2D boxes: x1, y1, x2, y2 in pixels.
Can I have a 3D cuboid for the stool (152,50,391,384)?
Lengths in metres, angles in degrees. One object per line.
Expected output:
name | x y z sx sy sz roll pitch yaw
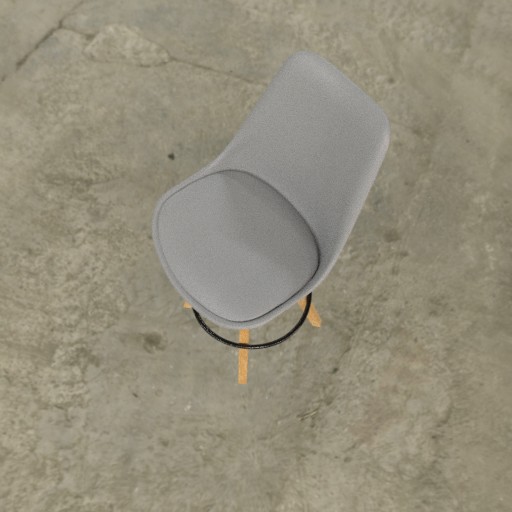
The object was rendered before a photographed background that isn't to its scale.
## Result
stool | 0.000 0.000 1.398 0.550 1.115 0.485 -34 69 -15
